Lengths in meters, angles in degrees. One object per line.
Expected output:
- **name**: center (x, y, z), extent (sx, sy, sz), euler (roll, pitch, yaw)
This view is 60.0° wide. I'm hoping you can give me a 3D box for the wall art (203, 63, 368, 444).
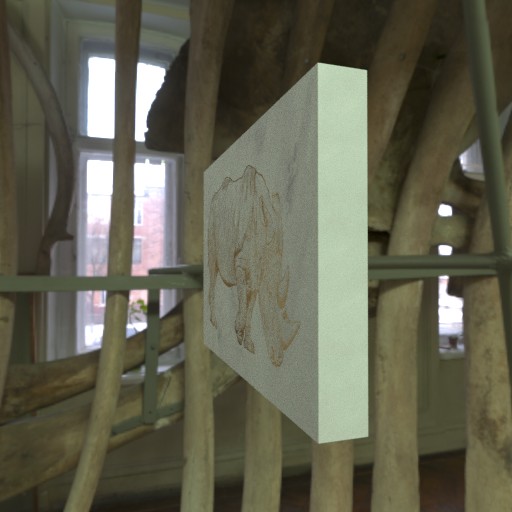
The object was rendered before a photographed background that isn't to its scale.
- **wall art**: center (0.000, 0.000, 0.482), extent (0.038, 0.254, 0.381), euler (0, -1, -18)
